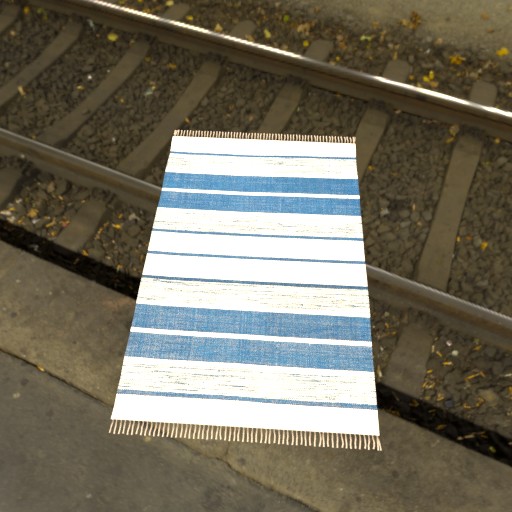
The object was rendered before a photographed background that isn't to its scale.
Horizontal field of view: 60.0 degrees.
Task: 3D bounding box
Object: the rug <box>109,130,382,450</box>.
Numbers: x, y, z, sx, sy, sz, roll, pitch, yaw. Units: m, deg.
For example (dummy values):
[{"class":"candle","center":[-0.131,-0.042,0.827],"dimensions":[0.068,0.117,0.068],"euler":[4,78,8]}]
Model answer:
[{"class":"rug","center":[0.000,0.000,3.109],"dimensions":[1.532,0.010,2.441],"euler":[3,58,2]}]
